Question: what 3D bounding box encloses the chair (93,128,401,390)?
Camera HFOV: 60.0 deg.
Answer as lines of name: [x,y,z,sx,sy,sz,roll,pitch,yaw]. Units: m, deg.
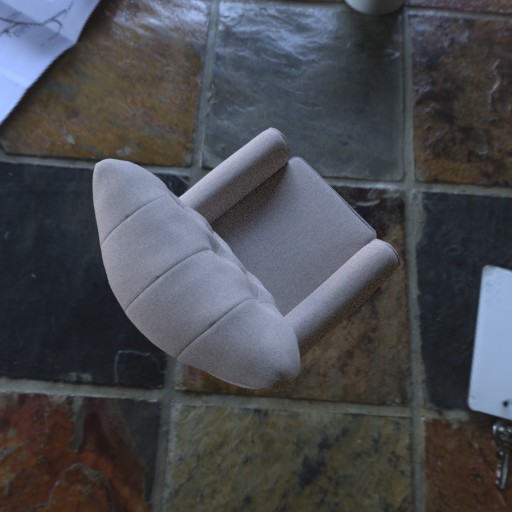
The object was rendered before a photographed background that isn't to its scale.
chair: [0.000,0.000,1.934,1.025,1.209,0.942,-39,79,-10]
